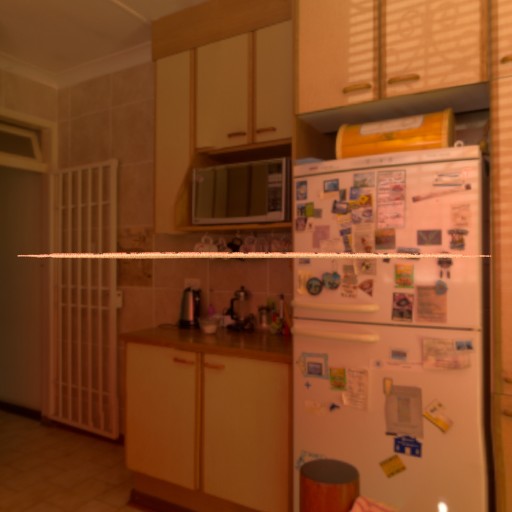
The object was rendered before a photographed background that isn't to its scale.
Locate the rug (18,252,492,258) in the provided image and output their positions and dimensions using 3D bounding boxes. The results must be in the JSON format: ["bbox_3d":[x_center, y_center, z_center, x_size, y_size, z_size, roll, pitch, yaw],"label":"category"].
[{"bbox_3d":[0.000,0.000,3.204,2.615,0.029,1.664,0,0,0],"label":"rug"}]
